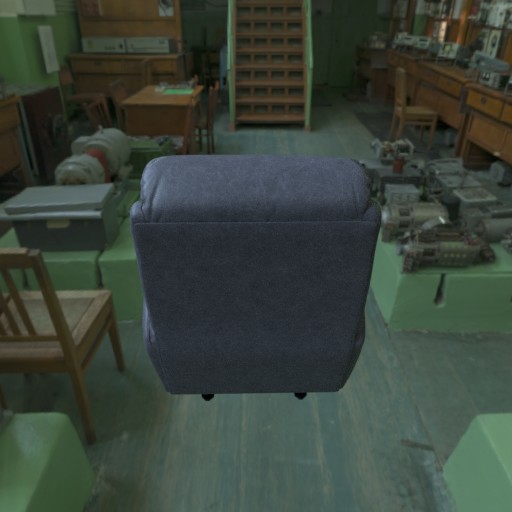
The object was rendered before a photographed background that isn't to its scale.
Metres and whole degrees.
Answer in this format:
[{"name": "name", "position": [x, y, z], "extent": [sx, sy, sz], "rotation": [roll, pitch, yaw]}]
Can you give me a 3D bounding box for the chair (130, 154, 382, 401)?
[{"name": "chair", "position": [0.000, 0.000, 1.811], "extent": [0.865, 1.067, 1.067], "rotation": [-1, 29, -1]}]
